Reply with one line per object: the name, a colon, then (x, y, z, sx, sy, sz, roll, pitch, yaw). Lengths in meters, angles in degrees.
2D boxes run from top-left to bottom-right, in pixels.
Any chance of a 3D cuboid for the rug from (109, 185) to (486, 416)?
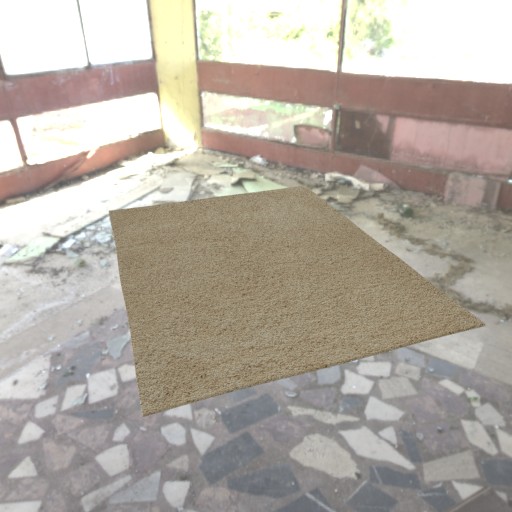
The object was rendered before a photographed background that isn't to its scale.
rug: (0.000, 0.000, 4.035, 2.400, 0.025, 3.000, -10, 31, -17)
